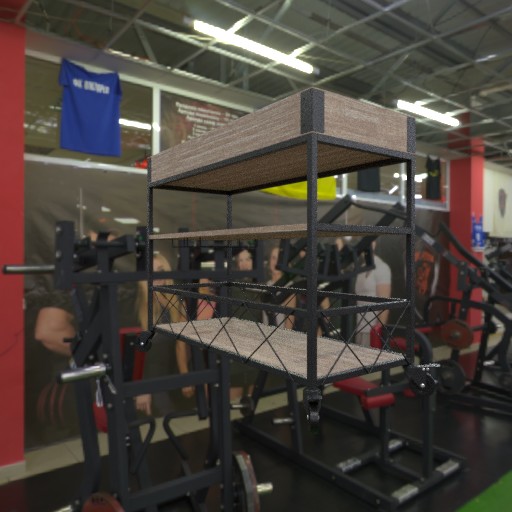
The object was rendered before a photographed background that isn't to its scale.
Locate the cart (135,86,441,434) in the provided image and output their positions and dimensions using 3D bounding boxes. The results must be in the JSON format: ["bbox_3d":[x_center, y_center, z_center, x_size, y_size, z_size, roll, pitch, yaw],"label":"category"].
[{"bbox_3d":[0.000,0.000,1.530,0.500,0.787,1.101,0,1,-36],"label":"cart"}]
